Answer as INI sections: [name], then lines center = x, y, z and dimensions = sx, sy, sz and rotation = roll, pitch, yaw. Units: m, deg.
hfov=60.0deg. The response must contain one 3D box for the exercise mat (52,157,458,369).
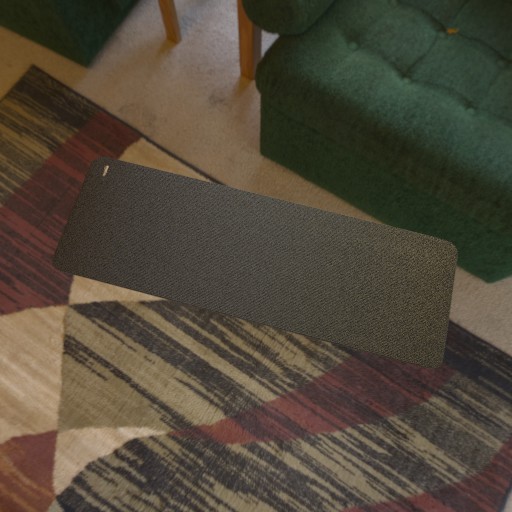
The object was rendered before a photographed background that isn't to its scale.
[exercise mat]
center = 0.000, 0.000, 2.116
dimensions = 1.869, 0.021, 0.616
rotation = 14, 75, 4
